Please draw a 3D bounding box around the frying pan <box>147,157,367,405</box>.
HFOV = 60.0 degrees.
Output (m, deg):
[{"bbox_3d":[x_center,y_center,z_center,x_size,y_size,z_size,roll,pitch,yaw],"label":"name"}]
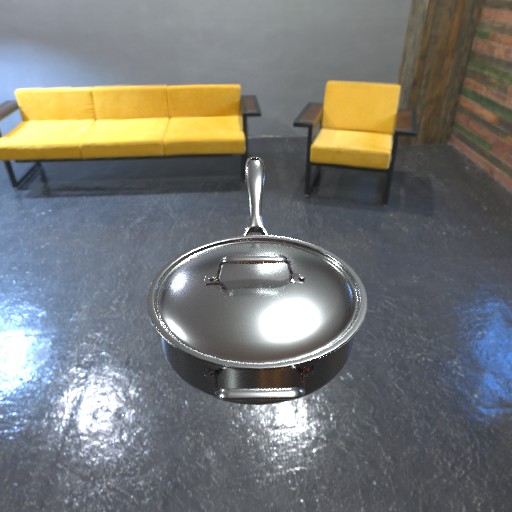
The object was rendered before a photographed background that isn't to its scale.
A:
[{"bbox_3d":[0.000,0.000,0.585,0.245,0.111,0.492,0,32,-1],"label":"frying pan"}]
